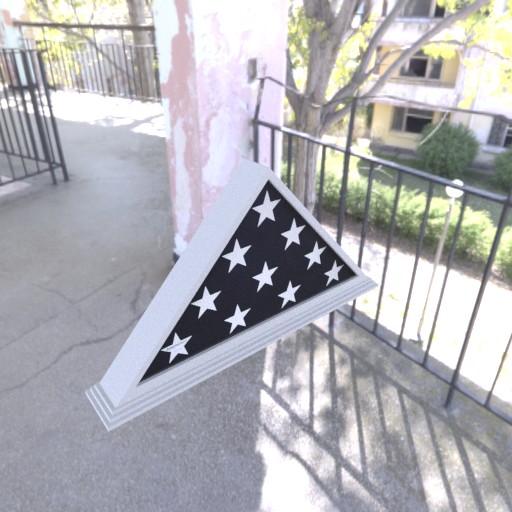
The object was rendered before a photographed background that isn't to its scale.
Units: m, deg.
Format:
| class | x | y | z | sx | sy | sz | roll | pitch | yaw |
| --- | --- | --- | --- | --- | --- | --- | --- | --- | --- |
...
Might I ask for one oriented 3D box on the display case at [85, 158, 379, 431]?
| class | x | y | z | sx | sy | sz | roll | pitch | yaw |
| --- | --- | --- | --- | --- | --- | --- | --- | --- | --- |
| display case | 0.000 | 0.000 | 0.788 | 0.640 | 0.340 | 0.095 | -21 | 36 | -33 |
